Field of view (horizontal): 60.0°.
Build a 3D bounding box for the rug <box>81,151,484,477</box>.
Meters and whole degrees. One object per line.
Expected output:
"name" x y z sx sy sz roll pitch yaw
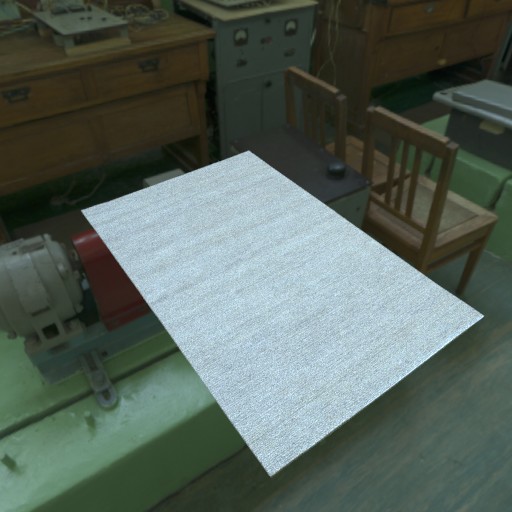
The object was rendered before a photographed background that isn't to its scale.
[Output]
"rug" 0.000 0.000 2.244 1.179 0.022 1.820 -25 48 -25
